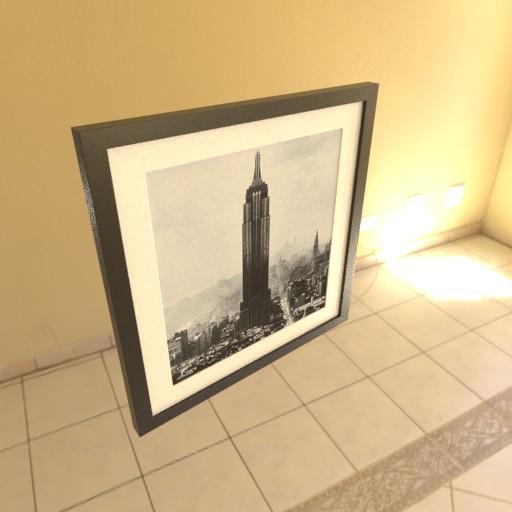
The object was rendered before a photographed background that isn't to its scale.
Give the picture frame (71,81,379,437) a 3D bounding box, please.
[{"bbox_3d":[0.000,0.000,0.828,0.559,0.557,0.029,-21,36,-32],"label":"picture frame"}]
